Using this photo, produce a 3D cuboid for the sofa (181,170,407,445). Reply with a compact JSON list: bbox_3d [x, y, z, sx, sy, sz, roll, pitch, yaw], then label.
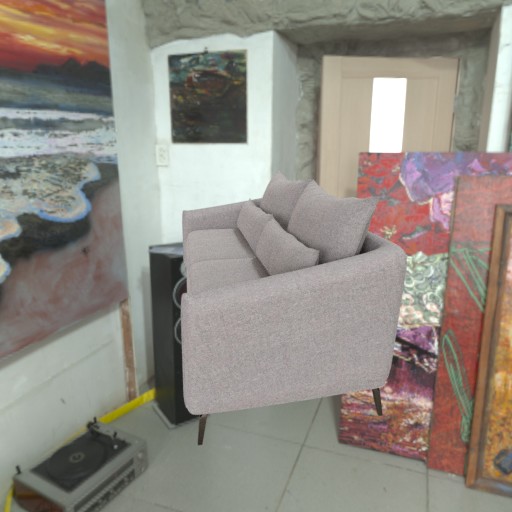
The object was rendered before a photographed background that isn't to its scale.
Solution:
[{"bbox_3d":[0.000,0.000,2.441,0.809,0.833,2.022,-2,14,-9],"label":"sofa"}]
